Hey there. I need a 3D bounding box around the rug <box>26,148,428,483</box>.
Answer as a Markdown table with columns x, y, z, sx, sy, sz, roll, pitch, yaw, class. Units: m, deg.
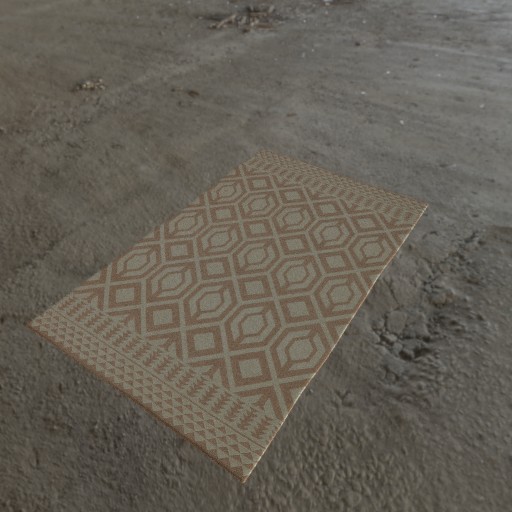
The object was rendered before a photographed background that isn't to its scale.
| x | y | z | sx | sy | sz | roll | pitch | yaw | class |
| --- | --- | --- | --- | --- | --- | --- | --- | --- | --- |
| 0.000 | 0.000 | 2.944 | 1.526 | 0.011 | 2.435 | 25 | 48 | 24 | rug |
